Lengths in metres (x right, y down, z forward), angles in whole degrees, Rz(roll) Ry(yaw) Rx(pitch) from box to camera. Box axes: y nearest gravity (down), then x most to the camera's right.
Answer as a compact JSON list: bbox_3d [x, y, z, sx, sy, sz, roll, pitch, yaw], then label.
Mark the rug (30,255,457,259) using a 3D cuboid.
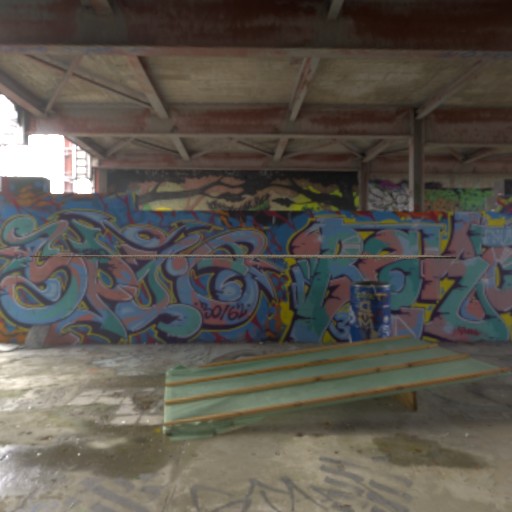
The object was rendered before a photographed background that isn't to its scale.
[{"bbox_3d":[0.000,0.000,2.364,1.828,0.006,1.216,0,0,18],"label":"rug"}]
